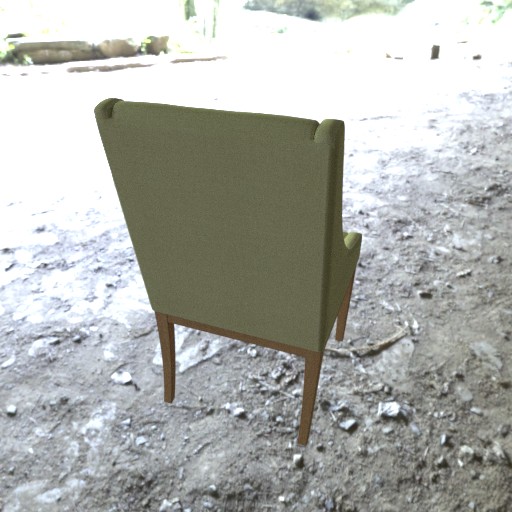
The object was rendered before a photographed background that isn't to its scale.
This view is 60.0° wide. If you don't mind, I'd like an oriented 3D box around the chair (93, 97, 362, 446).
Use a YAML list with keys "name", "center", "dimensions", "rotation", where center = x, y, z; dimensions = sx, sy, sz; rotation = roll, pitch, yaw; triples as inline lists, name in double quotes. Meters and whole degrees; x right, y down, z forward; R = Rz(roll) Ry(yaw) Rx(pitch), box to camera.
- name: "chair"
  center: [0.000, 0.000, 1.368]
  dimensions: [0.575, 1.021, 0.611]
  rotation: [11, 35, 16]
